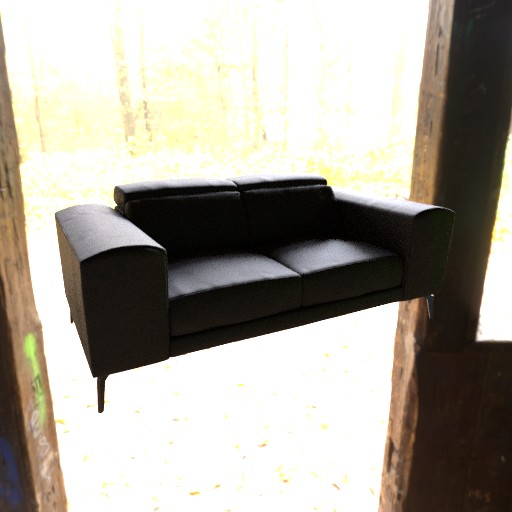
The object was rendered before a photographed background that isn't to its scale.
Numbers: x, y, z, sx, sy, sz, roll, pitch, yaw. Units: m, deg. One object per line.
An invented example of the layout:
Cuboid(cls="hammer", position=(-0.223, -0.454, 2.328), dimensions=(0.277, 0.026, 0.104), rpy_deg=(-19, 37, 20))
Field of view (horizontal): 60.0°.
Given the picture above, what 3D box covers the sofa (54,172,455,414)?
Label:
Cuboid(cls="sofa", position=(0.000, 0.000, 2.383), dimensions=(1.895, 0.779, 1.003), rpy_deg=(-9, 19, -27))
